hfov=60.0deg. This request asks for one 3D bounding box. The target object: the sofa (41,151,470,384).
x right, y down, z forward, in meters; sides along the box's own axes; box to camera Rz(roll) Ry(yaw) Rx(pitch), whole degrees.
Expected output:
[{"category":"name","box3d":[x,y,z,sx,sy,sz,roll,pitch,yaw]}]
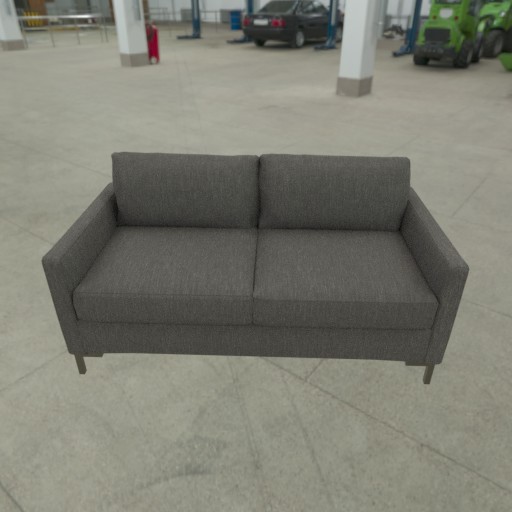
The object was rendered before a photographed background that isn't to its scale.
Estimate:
[{"category":"sofa","box3d":[0.000,0.000,2.148,1.682,0.840,0.875,1,31,2]}]
